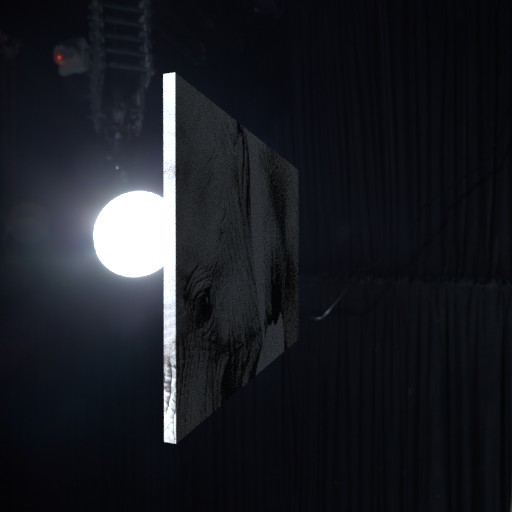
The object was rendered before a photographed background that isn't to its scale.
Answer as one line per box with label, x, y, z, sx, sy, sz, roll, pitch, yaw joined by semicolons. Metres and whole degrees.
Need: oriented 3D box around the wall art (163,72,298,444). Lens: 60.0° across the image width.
wall art;0.000;0.000;1.161;0.023;0.607;0.914;0;1;18
